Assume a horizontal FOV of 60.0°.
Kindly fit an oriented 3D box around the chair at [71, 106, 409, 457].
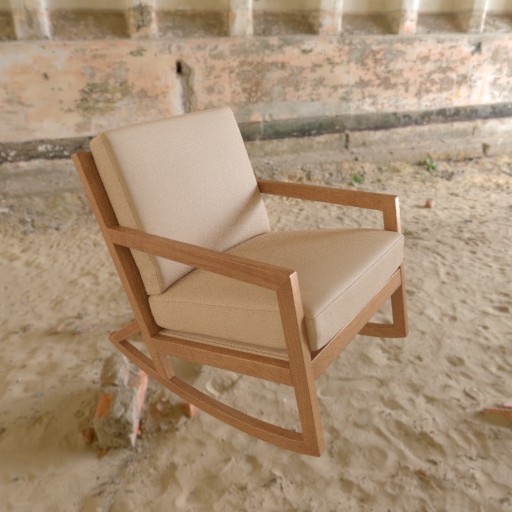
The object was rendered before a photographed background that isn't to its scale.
[{"bbox_3d":[0.000,0.000,1.404,0.857,0.790,0.622,19,33,32],"label":"chair"}]
